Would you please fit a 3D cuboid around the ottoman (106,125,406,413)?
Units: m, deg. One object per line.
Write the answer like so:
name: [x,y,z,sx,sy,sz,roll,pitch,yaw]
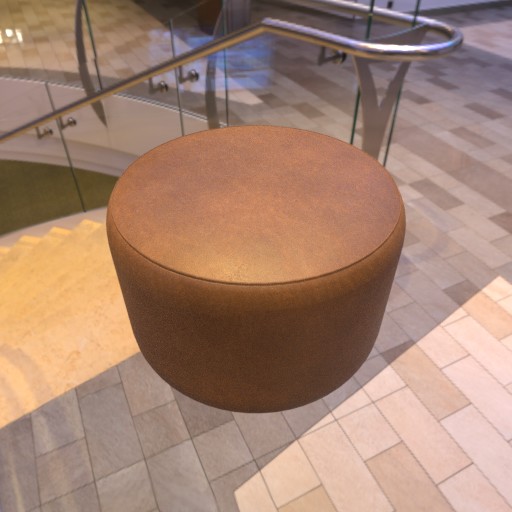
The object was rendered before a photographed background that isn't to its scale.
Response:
ottoman: [0.000,0.000,1.014,0.607,0.438,0.607,0,41,0]
